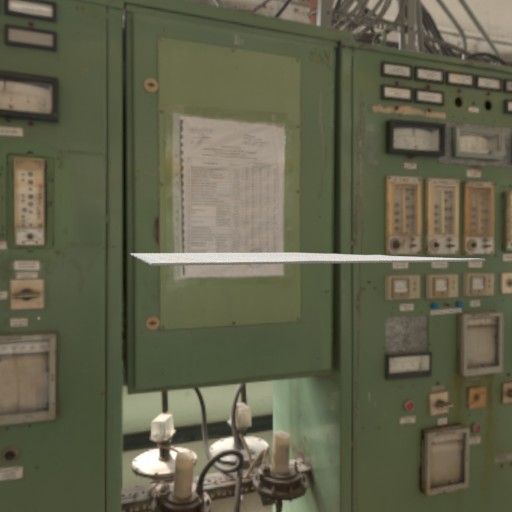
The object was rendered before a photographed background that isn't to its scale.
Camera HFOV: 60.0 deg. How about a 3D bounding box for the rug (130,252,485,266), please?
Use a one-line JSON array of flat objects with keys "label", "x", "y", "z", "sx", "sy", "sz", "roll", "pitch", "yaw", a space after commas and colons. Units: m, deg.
[{"label": "rug", "x": 0.000, "y": 0.000, "z": 2.338, "sx": 1.231, "sy": 0.012, "sz": 1.835, "roll": 0, "pitch": 1, "yaw": -18}]
